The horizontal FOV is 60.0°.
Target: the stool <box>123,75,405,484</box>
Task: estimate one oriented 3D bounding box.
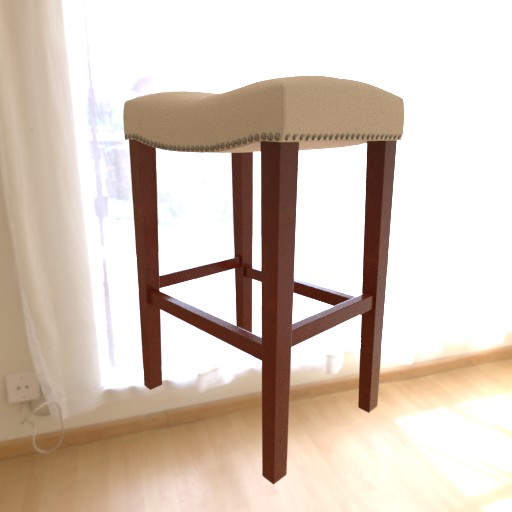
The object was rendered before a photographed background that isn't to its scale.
[{"bbox_3d":[0.000,0.000,1.032,0.372,0.742,0.504,-14,21,-42],"label":"stool"}]
